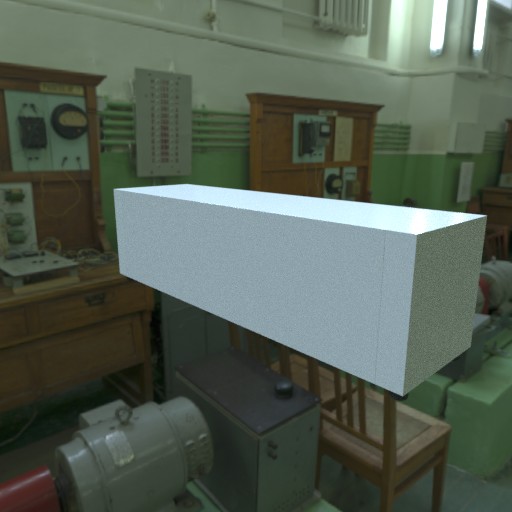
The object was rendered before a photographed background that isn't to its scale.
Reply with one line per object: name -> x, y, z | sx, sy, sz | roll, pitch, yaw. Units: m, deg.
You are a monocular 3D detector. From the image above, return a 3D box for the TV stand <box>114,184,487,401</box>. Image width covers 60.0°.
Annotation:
TV stand -> 0.000, 0.000, 1.718 | 0.410, 0.440, 1.500 | -13, 19, -42
